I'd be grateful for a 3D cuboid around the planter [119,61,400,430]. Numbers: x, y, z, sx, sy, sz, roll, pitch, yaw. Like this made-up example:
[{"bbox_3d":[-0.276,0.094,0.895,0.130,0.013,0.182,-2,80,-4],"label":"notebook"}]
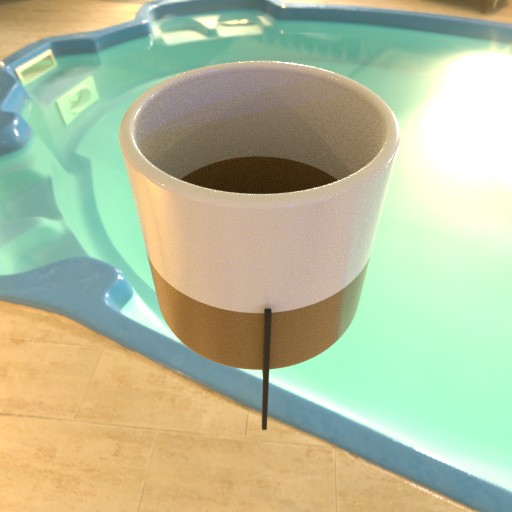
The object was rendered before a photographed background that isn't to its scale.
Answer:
[{"bbox_3d":[0.000,0.000,0.633,0.310,0.432,0.310,9,46,8],"label":"planter"}]
